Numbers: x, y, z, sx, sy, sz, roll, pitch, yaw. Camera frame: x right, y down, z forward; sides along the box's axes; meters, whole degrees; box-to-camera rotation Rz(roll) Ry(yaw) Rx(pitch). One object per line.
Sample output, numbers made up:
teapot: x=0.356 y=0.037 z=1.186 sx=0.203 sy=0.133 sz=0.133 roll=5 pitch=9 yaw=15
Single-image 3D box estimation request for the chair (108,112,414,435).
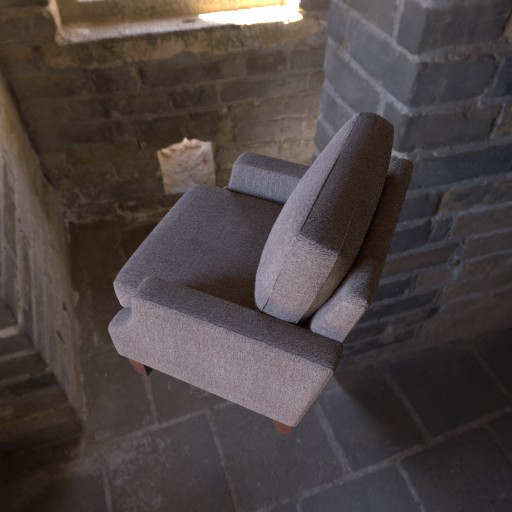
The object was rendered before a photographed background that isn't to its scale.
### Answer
chair: x=0.000 y=0.000 z=1.657 sx=0.897 sy=0.993 sz=0.855 roll=17 pitch=50 yaw=15
